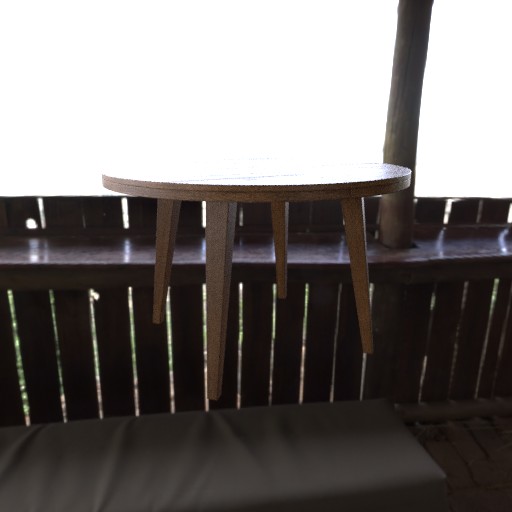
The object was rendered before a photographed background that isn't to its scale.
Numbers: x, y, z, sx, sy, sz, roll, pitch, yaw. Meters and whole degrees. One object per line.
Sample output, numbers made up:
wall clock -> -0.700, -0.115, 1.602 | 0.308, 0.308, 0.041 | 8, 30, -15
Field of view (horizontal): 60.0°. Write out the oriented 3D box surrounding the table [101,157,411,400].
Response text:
table -> 0.000, 0.000, 1.933 | 1.213, 0.764, 1.213 | 0, 16, 0
